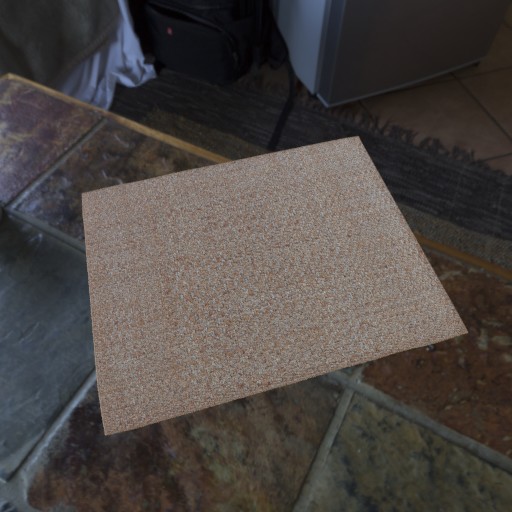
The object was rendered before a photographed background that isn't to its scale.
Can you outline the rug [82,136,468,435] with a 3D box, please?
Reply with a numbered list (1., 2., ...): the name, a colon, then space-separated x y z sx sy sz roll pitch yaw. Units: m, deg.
1. rug: 0.000 0.000 4.115 3.048 0.013 2.439 -13 59 -8
